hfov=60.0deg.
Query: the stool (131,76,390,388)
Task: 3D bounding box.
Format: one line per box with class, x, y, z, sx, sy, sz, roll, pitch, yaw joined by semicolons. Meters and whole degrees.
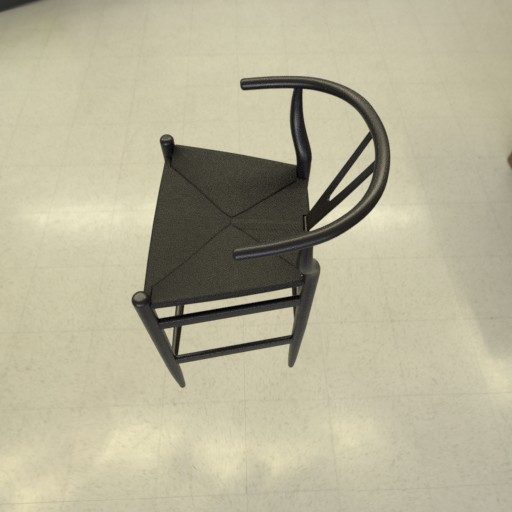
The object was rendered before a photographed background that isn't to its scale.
stool;0.000;0.000;1.368;0.579;0.970;0.569;1;58;0
